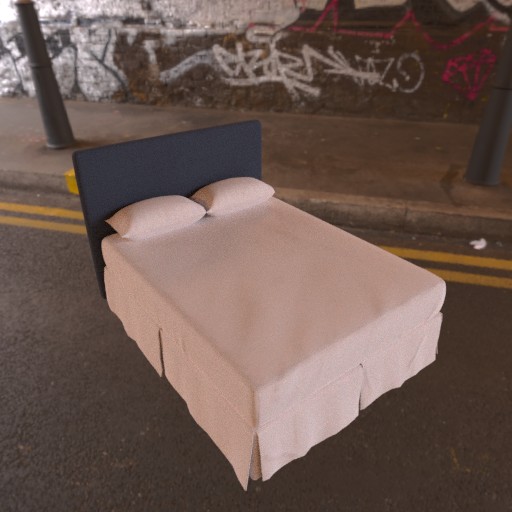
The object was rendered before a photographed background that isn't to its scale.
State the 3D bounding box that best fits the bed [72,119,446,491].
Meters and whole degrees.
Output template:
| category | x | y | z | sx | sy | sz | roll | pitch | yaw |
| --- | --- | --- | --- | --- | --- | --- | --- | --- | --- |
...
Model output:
| category | x | y | z | sx | sy | sz | roll | pitch | yaw |
| --- | --- | --- | --- | --- | --- | --- | --- | --- | --- |
| bed | 0.000 | 0.000 | 3.143 | 1.713 | 1.330 | 2.162 | -21 | 36 | -32 |
